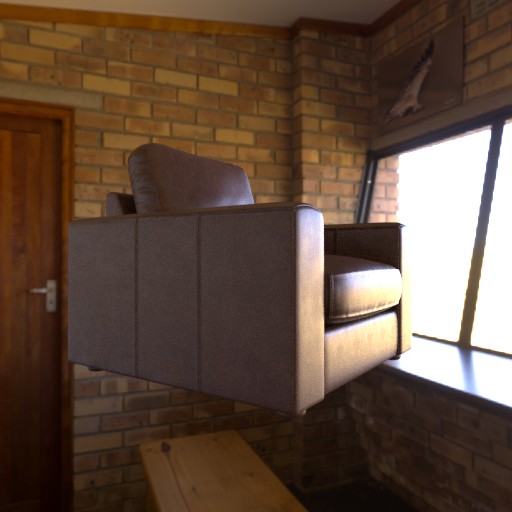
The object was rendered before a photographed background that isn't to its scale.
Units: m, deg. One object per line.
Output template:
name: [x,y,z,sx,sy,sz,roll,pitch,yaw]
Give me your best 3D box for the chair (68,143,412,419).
chair: [0.000,0.000,1.759,1.016,0.873,1.005,0,0,35]
